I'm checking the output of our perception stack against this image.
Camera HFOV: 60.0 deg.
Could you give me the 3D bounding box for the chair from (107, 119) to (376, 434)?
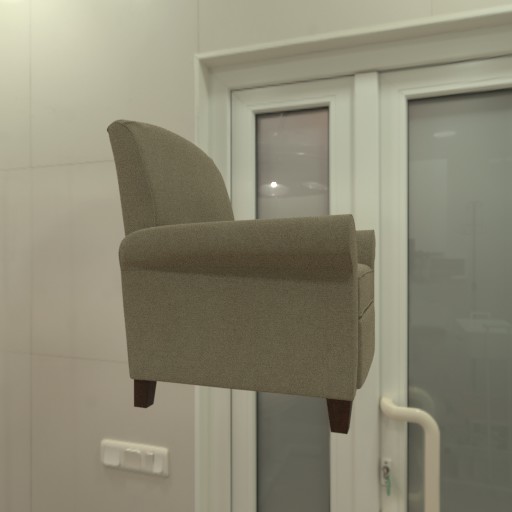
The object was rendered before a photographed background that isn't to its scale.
[{"bbox_3d":[0.000,0.000,1.786,0.905,1.061,0.978,0,0,19],"label":"chair"}]
